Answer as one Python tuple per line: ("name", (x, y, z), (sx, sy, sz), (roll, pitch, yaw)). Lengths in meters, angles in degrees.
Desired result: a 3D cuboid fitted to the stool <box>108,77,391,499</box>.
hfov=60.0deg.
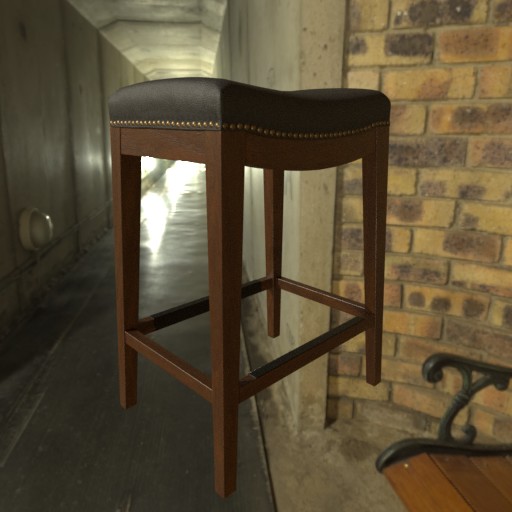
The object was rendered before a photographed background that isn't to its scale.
("stool", (0.000, 0.000, 0.919), (0.490, 0.664, 0.353), (-16, 24, -42))
